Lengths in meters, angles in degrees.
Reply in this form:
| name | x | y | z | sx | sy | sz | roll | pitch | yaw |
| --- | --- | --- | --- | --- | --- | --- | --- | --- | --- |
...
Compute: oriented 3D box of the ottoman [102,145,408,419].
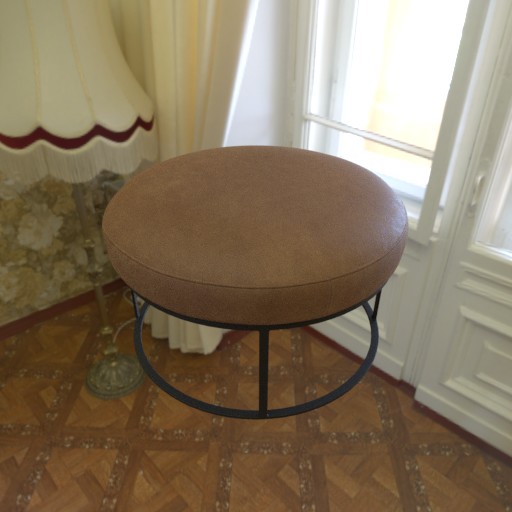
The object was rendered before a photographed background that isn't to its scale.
| name | x | y | z | sx | sy | sz | roll | pitch | yaw |
| --- | --- | --- | --- | --- | --- | --- | --- | --- | --- |
| ottoman | 0.000 | 0.000 | 1.246 | 0.771 | 0.460 | 0.771 | 0 | 32 | 0 |
